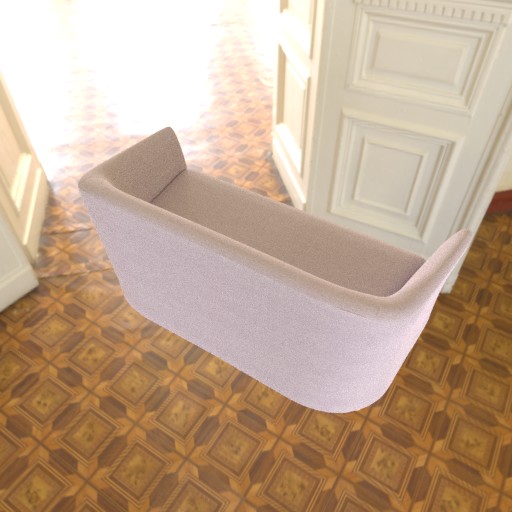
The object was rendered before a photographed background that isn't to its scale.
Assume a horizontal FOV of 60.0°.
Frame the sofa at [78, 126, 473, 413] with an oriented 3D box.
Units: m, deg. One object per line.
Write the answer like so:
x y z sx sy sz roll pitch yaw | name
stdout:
0.000 0.000 1.835 1.452 0.721 0.705 24 50 22 | sofa
